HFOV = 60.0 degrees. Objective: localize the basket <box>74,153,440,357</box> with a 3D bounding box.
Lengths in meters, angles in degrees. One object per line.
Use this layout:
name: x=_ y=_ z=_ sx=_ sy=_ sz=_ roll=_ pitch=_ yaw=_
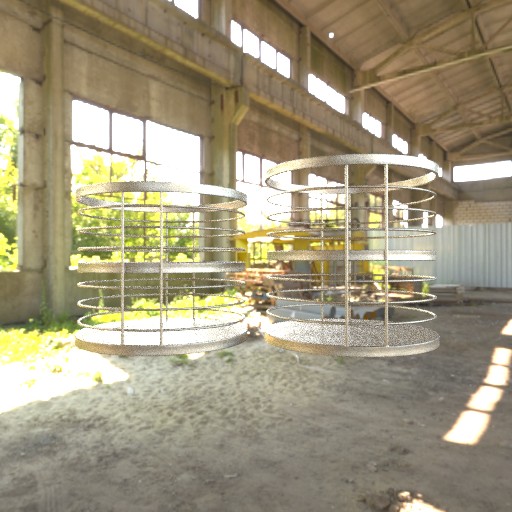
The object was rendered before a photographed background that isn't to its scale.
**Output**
basket: x=0.000 y=0.000 z=0.942 sx=0.746 sy=0.351 sz=0.356 roll=0 pitch=0 yaw=1
